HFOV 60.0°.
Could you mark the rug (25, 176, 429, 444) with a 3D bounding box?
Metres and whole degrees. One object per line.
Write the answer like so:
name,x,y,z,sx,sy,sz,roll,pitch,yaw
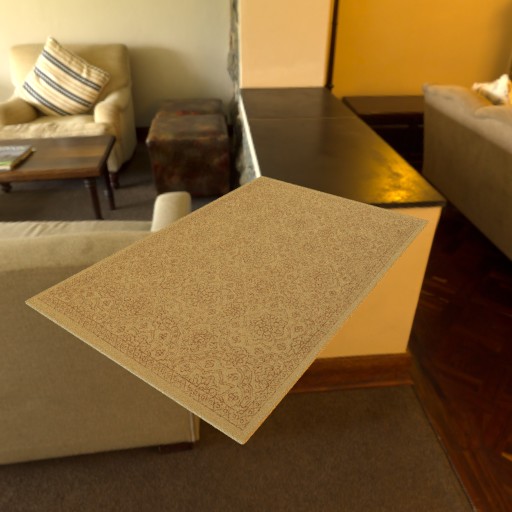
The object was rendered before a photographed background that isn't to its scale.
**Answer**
rug,0.000,0.000,2.294,1.219,0.010,1.829,21,38,30
